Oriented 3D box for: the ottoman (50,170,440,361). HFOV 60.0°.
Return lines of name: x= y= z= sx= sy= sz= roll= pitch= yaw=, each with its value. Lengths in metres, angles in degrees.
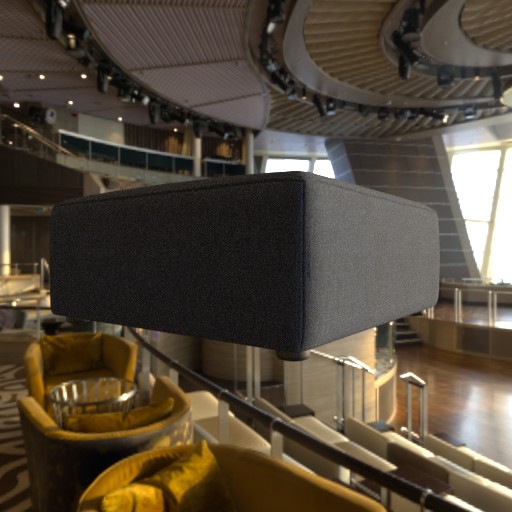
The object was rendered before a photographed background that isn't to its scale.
ottoman: x=0.000 y=0.000 z=1.559 sx=1.000 sy=0.439 sz=1.000 roll=0 pitch=1 yaw=37
